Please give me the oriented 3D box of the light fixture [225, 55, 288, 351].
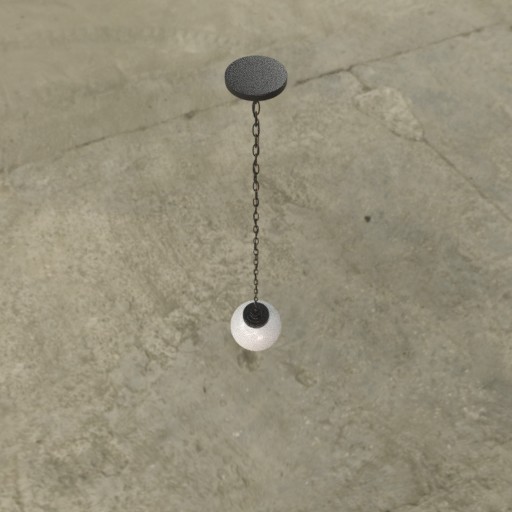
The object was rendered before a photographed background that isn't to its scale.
[{"bbox_3d":[0.000,0.000,2.000,0.304,1.867,0.305,2,58,1],"label":"light fixture"}]
